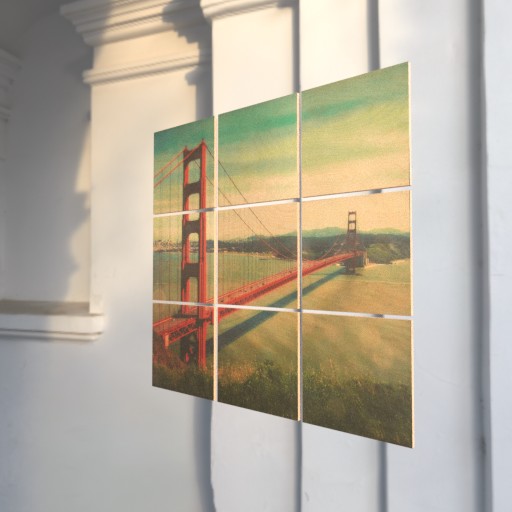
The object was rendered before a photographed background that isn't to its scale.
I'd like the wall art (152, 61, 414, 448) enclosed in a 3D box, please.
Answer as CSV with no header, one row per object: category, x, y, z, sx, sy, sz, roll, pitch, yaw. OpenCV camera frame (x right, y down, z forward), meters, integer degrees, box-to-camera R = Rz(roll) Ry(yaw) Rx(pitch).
wall art,0.000,0.000,1.752,1.217,1.207,0.016,-1,-2,37
